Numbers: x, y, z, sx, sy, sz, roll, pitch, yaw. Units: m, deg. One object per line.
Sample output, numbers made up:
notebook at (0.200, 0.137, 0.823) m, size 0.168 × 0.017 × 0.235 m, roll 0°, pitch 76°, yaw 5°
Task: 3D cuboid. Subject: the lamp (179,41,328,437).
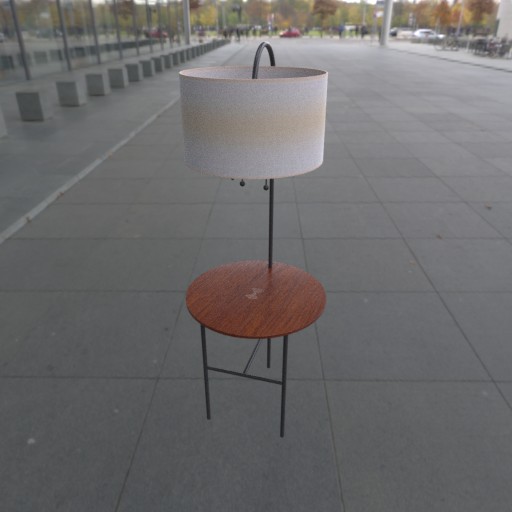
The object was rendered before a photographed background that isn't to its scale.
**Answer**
lamp at (0.000, 0.000, 1.745) m, size 0.573 × 1.517 × 0.573 m, roll 0°, pitch 27°, yaw 0°
